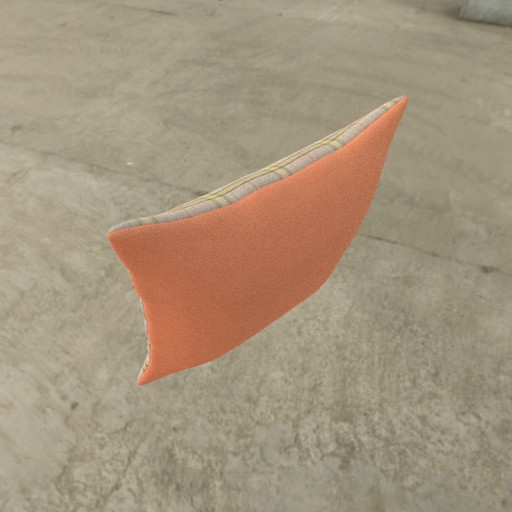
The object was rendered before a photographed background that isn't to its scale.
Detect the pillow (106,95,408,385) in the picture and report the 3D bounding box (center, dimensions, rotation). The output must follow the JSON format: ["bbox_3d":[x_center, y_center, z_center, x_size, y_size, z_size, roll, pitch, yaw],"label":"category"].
[{"bbox_3d":[0.000,0.000,0.691,0.453,0.430,0.200,-30,52,-27],"label":"pillow"}]
